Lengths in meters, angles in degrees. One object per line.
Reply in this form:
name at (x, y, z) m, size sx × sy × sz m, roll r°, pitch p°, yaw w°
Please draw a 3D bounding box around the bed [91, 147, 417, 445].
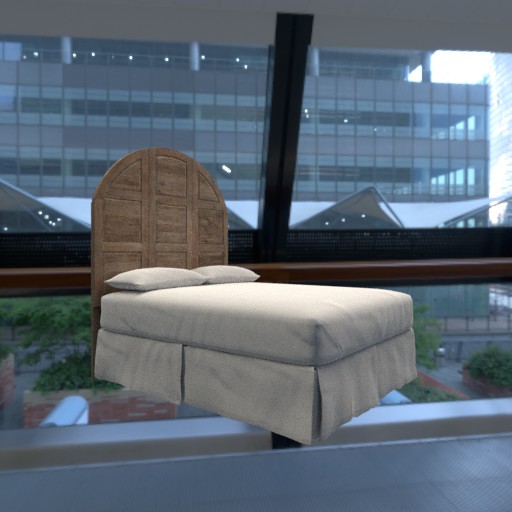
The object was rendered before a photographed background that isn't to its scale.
bed at (0.000, 0.000, 3.572) m, size 2.112 × 2.002 × 1.713 m, roll 0°, pitch 0°, yaw 37°
